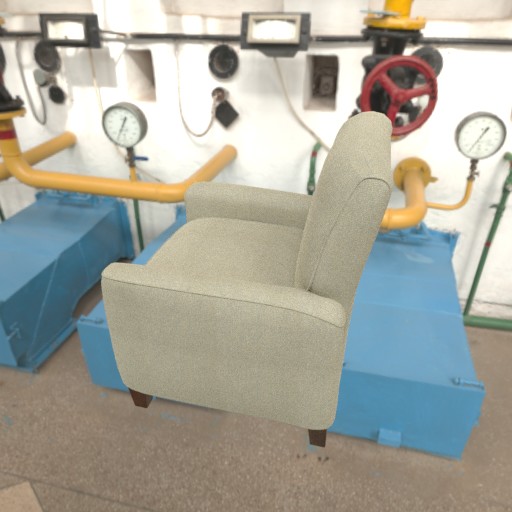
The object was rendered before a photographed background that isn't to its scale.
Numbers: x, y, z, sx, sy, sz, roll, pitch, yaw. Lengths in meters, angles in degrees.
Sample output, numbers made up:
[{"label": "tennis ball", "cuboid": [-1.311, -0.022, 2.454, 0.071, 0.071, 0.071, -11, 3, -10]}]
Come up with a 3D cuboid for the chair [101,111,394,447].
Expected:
[{"label": "chair", "cuboid": [0.000, 0.000, 1.649, 0.853, 1.006, 0.850, 8, 32, 12]}]
